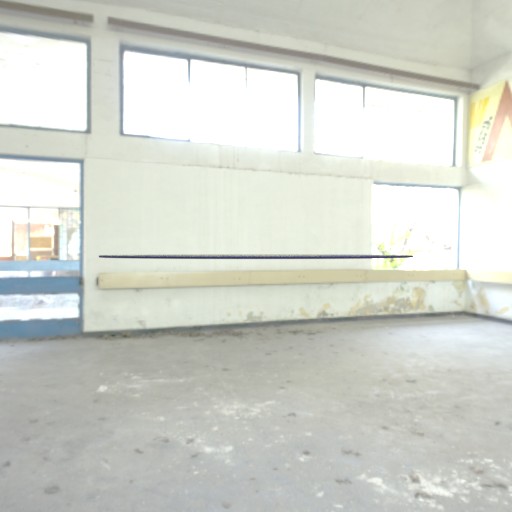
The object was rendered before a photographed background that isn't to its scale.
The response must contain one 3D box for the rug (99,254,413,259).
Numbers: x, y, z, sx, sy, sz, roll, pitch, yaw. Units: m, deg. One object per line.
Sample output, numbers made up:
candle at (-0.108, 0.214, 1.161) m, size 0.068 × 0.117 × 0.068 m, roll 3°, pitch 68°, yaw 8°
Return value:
rug at (0.000, 0.000, 3.567) m, size 2.386 × 0.014 × 2.386 m, roll 0°, pitch 0°, yaw 0°
